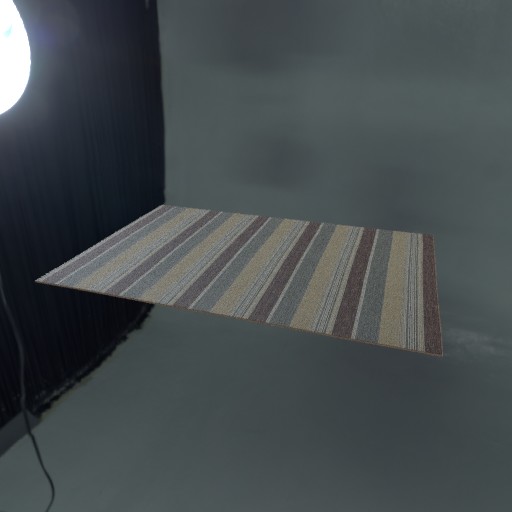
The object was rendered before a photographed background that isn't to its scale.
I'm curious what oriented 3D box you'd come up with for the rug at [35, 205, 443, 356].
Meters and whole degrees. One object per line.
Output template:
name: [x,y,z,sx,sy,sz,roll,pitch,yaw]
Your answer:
rug: [0.000,0.000,2.387,1.829,0.008,1.219,8,26,17]
